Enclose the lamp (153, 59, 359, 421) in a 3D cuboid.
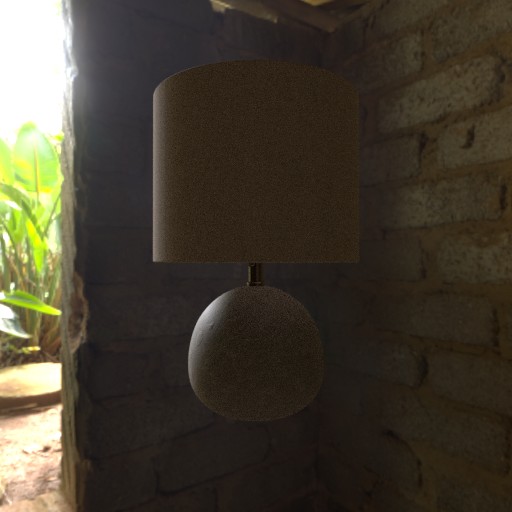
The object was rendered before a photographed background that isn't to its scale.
[{"bbox_3d":[0.000,0.000,0.594,0.269,0.409,0.269,0,0,19],"label":"lamp"}]
